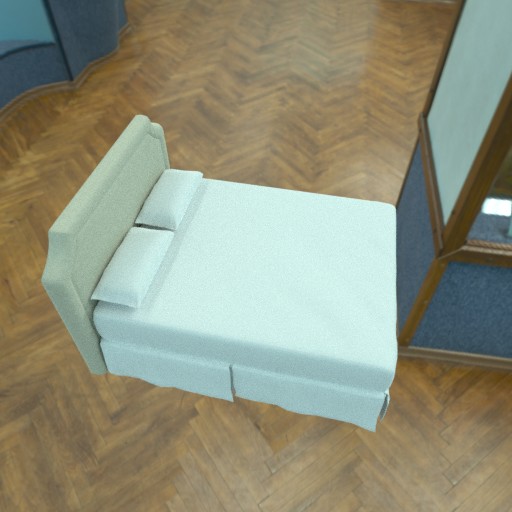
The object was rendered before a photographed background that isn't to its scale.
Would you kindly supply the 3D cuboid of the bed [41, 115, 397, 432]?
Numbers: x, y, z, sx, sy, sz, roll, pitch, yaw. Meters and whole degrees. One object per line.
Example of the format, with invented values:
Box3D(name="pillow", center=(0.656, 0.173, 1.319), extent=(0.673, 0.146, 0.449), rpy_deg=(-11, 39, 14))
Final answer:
Box3D(name="bed", center=(0.000, 0.000, 3.189), extent=(2.116, 1.290, 1.693), rpy_deg=(9, 48, 8))
